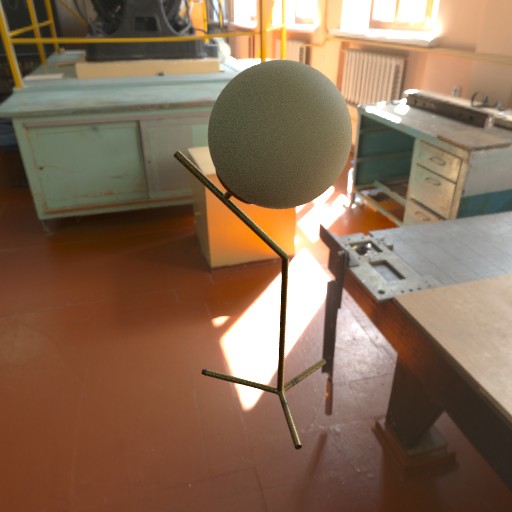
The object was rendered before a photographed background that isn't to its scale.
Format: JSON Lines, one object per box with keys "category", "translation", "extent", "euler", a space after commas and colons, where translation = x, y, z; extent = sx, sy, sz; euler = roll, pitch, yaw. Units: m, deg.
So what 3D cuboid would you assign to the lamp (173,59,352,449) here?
{"category": "lamp", "translation": [0.000, 0.000, 0.677], "extent": [0.251, 0.552, 0.210], "euler": [10, 31, 16]}
